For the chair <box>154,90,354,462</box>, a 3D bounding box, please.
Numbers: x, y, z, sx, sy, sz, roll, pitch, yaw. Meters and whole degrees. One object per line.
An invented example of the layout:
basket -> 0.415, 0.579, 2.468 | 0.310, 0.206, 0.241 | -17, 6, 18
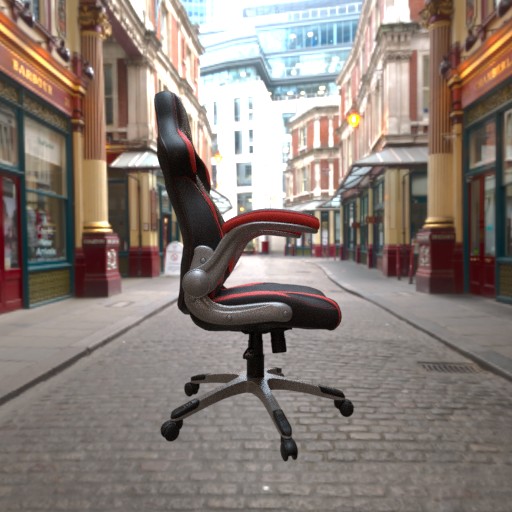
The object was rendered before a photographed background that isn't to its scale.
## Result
chair -> 0.000, 0.000, 1.616 | 0.712, 1.165, 0.758 | 0, 1, 1
